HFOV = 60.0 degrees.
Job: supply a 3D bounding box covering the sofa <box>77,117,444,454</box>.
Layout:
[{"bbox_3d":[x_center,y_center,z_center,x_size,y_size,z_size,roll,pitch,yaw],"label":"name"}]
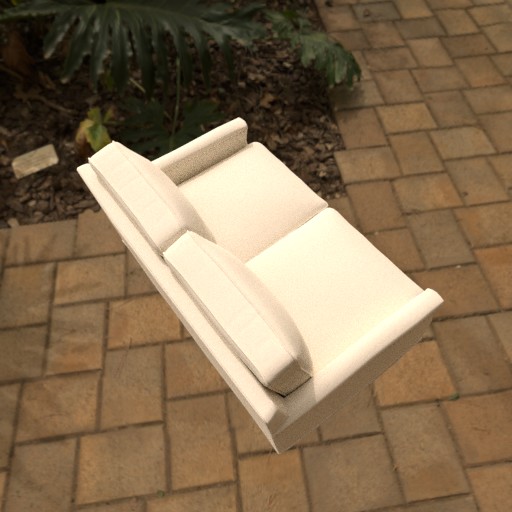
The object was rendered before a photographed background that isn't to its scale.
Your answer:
[{"bbox_3d":[0.000,0.000,2.289,1.084,1.003,1.597,-32,62,-20],"label":"sofa"}]
